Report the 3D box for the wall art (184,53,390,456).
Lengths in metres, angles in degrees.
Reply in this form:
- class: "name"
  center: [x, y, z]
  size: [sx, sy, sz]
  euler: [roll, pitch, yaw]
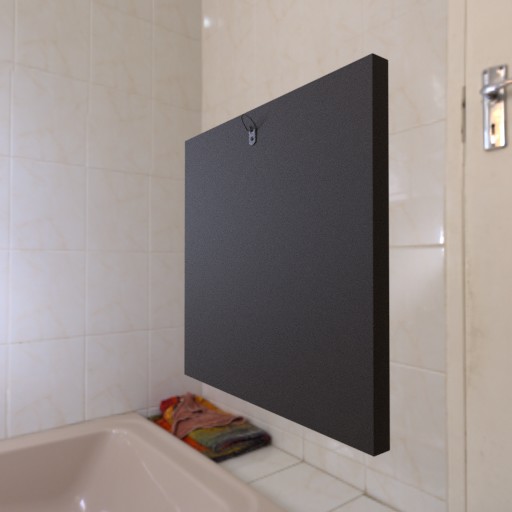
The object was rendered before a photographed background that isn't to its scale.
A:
- class: "wall art"
  center: [0.000, 0.000, 0.525]
  size: [0.038, 0.349, 0.349]
  euler: [1, -1, -37]
